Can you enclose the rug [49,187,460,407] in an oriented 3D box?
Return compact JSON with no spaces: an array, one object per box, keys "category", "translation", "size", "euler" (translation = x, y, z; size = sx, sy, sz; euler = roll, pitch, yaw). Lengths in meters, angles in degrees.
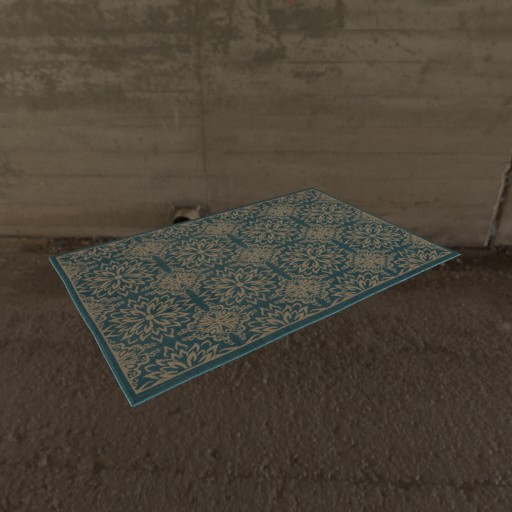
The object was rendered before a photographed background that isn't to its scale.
[{"category":"rug","translation":[0.000,0.000,2.361],"size":[1.833,0.012,1.211],"euler":[-19,35,-29]}]
